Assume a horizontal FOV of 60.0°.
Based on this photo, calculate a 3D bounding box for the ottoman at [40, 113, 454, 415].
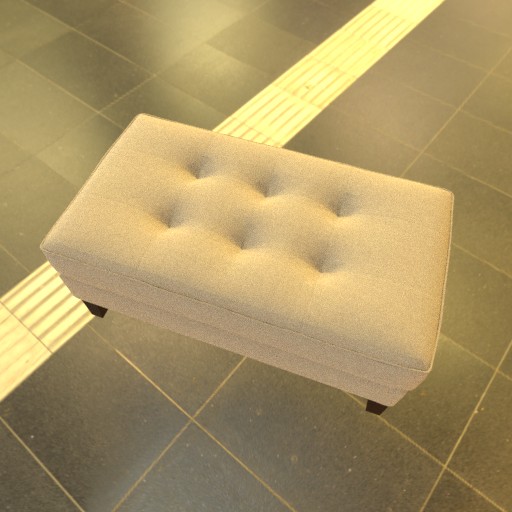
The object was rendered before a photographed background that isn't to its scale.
[{"bbox_3d":[0.000,0.000,1.502,1.143,0.508,0.648,17,59,10],"label":"ottoman"}]
